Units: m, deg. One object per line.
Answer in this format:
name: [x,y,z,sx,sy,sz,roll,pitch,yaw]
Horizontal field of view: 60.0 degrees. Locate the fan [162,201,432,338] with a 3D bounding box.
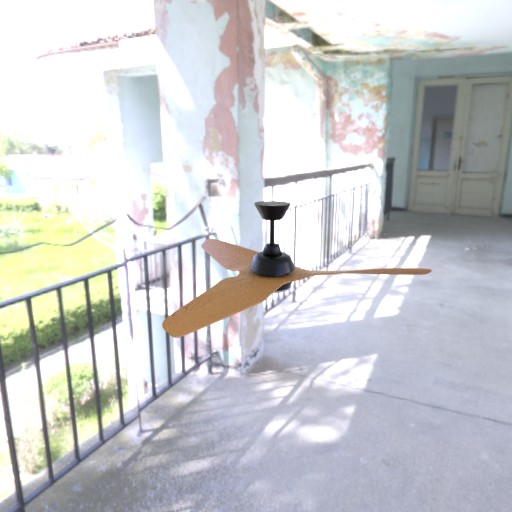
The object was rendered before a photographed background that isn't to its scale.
fan: [0.000,0.000,1.649,1.142,0.355,1.010,8,16,27]
